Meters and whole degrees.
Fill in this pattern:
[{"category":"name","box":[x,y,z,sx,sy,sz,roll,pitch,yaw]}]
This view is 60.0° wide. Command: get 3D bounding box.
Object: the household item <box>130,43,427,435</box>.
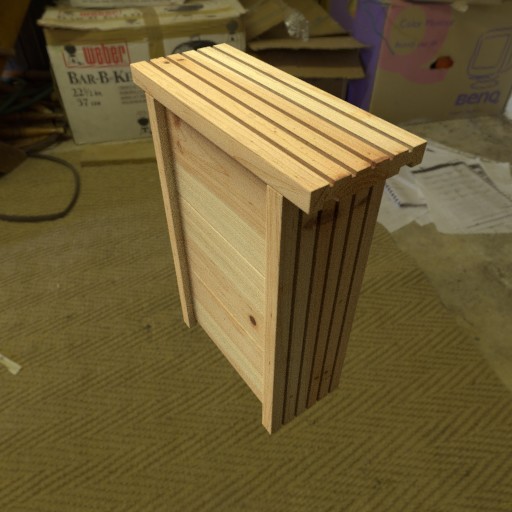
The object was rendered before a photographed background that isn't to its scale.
[{"category":"household item","box":[0.000,0.000,0.555,0.123,0.407,0.301,-26,48,-25]}]
